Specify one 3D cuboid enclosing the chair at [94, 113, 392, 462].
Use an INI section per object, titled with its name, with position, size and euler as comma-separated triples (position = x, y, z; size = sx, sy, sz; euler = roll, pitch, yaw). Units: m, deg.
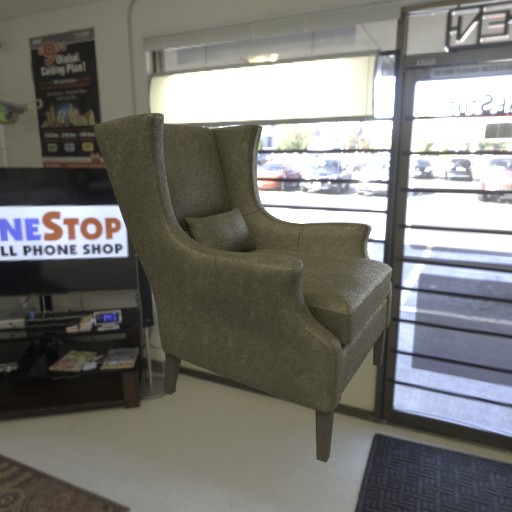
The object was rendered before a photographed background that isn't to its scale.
[chair]
position = 0.000, 0.000, 1.705
size = 0.926, 1.016, 0.853
euler = 7, 15, 27
